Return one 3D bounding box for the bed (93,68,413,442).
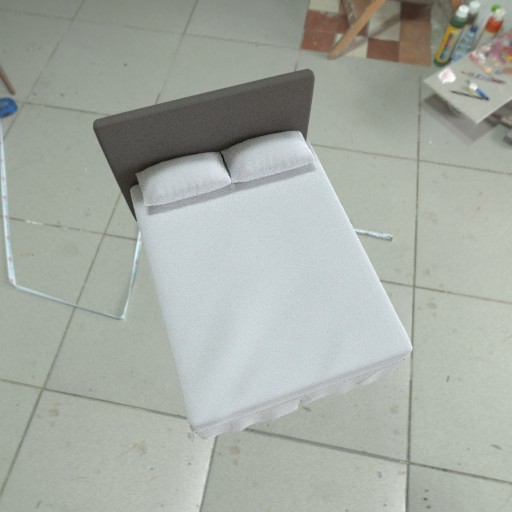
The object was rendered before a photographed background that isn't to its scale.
[{"bbox_3d":[0.000,0.000,3.317,1.723,1.330,2.142,-17,64,-8],"label":"bed"}]
